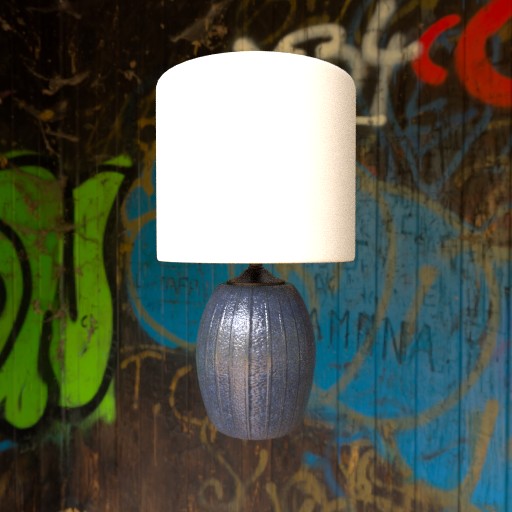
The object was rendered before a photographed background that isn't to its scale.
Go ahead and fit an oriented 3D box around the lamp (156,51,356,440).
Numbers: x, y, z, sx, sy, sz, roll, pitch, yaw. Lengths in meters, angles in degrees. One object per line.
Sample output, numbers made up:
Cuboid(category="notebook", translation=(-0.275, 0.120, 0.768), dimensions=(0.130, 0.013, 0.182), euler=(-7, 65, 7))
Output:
Cuboid(category="lamp", translation=(0.000, 0.000, 0.754), dimensions=(0.329, 0.570, 0.329), euler=(0, 1, -1))
